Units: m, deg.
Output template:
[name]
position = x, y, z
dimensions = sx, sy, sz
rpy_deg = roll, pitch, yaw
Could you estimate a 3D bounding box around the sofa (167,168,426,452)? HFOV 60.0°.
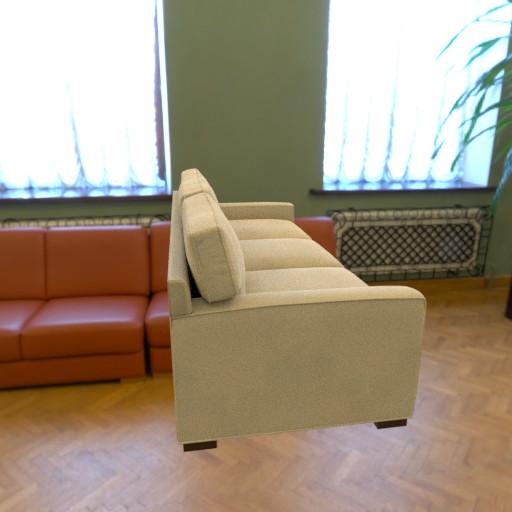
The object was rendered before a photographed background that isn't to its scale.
[sofa]
position = 0.000, 0.000, 2.555
dimensions = 0.935, 0.862, 2.088
rpy_deg = -3, 17, -9
